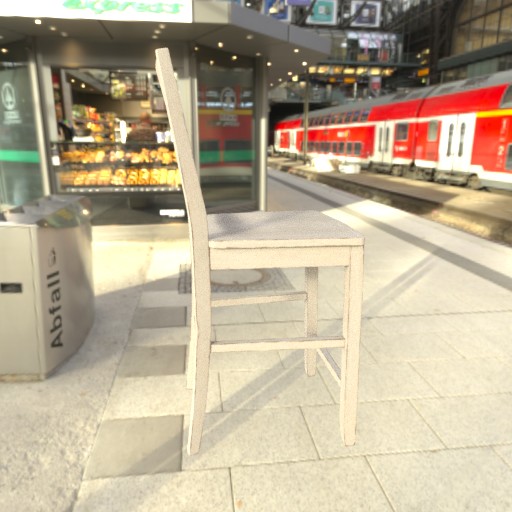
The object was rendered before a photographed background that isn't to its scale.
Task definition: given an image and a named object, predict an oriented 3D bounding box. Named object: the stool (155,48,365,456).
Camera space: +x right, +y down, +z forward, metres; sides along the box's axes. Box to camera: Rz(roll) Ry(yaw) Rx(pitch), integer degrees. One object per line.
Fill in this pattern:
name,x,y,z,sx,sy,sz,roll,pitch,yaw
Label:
stool,0.000,0.000,1.355,0.539,1.079,0.462,-2,15,-9
